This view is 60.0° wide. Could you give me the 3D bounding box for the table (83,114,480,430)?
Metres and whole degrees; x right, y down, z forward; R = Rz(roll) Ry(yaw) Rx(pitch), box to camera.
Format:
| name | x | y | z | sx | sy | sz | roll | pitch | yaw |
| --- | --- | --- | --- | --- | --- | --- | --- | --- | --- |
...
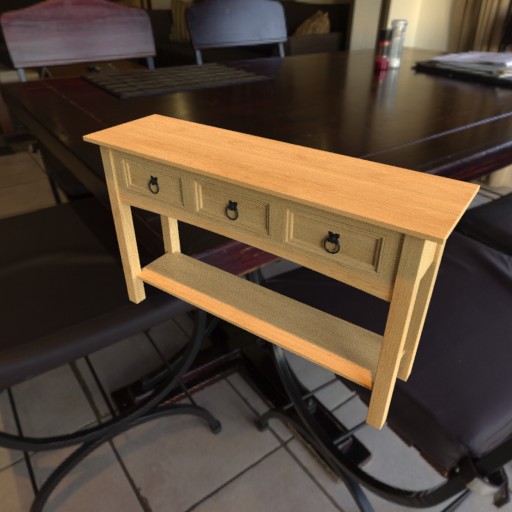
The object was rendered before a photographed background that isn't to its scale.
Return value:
| name | x | y | z | sx | sy | sz | roll | pitch | yaw |
| --- | --- | --- | --- | --- | --- | --- | --- | --- | --- |
| table | 0.000 | 0.000 | 1.576 | 1.240 | 0.730 | 0.350 | 21 | 38 | 29 |
